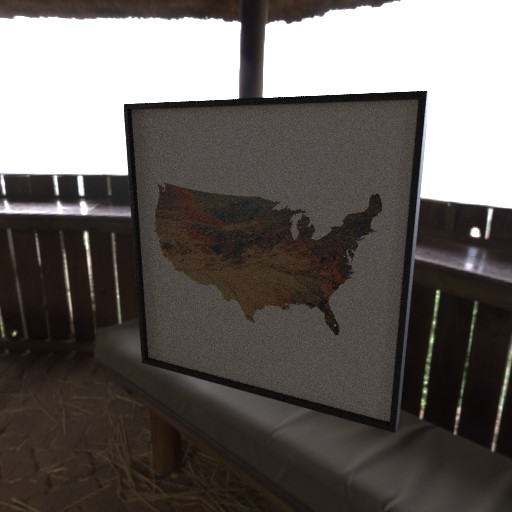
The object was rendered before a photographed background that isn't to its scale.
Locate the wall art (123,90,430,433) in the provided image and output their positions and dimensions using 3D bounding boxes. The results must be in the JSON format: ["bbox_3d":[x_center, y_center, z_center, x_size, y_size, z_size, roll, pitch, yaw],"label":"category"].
[{"bbox_3d":[0.000,0.000,0.756,0.507,0.507,0.038,7,17,25],"label":"wall art"}]
